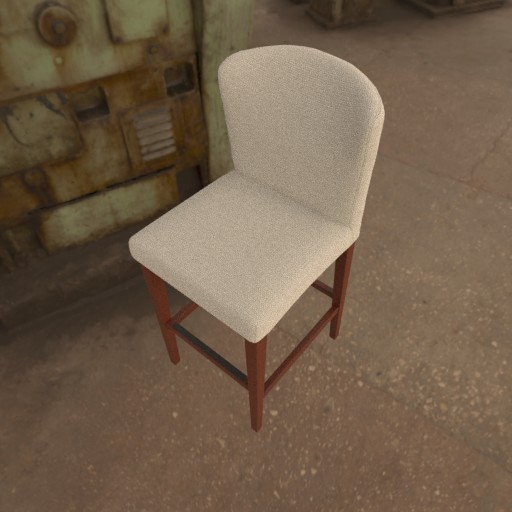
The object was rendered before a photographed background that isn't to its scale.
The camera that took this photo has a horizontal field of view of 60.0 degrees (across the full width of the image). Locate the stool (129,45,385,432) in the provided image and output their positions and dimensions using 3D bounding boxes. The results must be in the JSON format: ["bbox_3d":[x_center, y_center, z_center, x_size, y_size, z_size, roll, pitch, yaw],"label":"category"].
[{"bbox_3d":[0.000,0.000,1.367,0.481,1.069,0.568,31,54,26],"label":"stool"}]
